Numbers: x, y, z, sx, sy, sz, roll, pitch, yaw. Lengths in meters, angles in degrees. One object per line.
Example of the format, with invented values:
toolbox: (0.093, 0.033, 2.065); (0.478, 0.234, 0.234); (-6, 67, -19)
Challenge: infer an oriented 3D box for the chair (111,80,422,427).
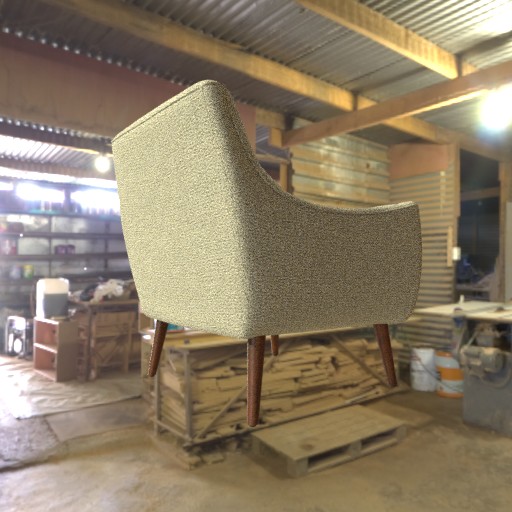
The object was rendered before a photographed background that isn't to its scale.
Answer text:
chair: (0.000, 0.000, 1.461); (0.787, 0.838, 0.762); (1, -1, -37)
